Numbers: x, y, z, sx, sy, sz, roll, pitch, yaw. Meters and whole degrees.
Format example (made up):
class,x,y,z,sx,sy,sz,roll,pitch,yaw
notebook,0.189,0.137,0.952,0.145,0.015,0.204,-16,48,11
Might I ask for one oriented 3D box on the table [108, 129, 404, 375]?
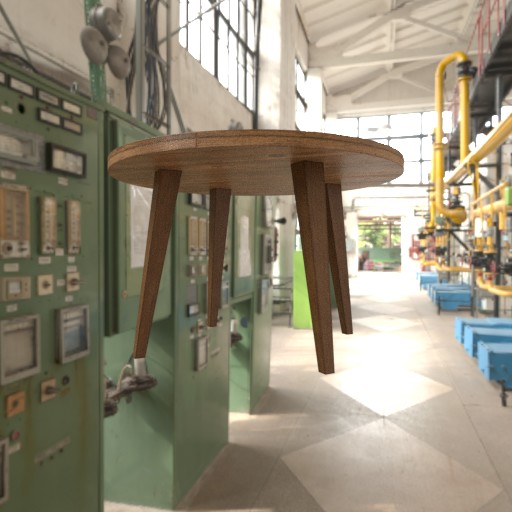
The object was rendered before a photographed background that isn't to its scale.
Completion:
class,x,y,z,sx,sy,sz,roll,pitch,yaw
table,0.000,0.000,1.916,1.213,0.764,1.213,0,1,0
